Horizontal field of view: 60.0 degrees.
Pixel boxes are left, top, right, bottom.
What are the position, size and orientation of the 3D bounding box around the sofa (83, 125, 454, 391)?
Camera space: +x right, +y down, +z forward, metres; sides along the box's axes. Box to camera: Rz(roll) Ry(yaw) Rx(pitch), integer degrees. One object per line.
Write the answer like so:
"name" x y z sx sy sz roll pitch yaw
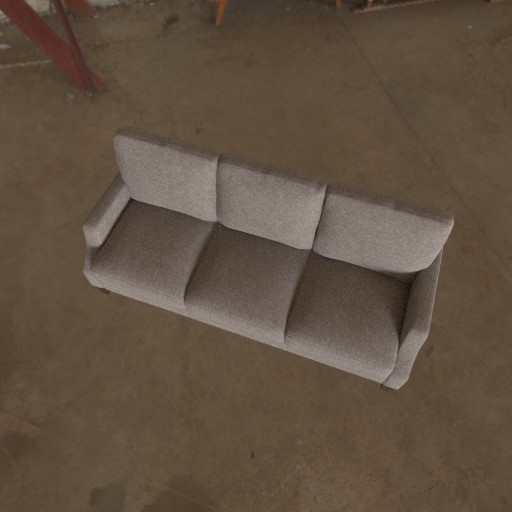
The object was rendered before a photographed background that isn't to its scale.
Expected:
"sofa" 0.000 0.000 2.758 2.115 0.984 0.888 17 60 10
